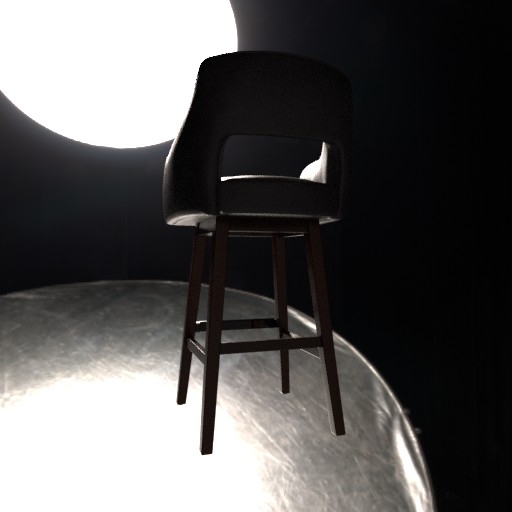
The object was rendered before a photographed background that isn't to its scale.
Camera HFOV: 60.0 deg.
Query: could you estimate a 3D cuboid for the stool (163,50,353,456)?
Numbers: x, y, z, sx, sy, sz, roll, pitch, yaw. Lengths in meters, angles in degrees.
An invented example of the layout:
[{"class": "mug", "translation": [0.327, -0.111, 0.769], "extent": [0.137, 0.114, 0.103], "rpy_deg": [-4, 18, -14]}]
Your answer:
[{"class": "stool", "translation": [0.000, 0.000, 1.390], "extent": [0.550, 1.041, 0.560], "rpy_deg": [0, 0, -19]}]
